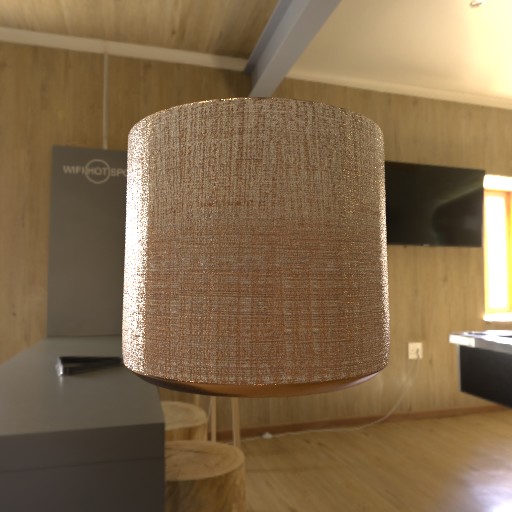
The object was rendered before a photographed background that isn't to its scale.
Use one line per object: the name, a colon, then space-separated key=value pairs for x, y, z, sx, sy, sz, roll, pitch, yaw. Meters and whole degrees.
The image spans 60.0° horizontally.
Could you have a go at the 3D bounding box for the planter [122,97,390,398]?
planter: x=0.000 y=0.000 z=0.310 sx=0.177 sy=0.157 sz=0.177 roll=0 pitch=-3 yaw=0
